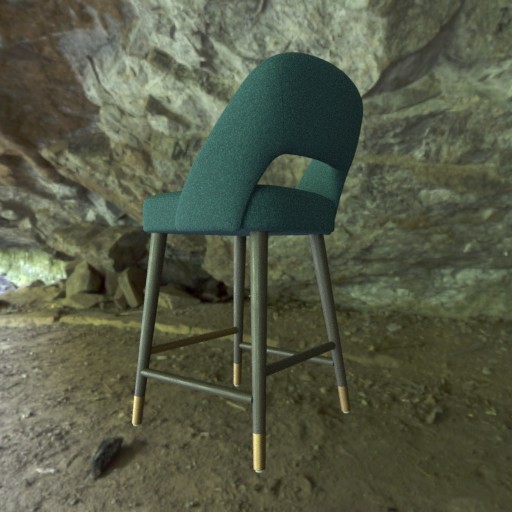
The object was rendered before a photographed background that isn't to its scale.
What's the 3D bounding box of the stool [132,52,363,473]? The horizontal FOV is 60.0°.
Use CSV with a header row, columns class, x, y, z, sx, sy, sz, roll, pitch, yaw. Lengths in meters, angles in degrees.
class,x,y,z,sx,sy,sz,roll,pitch,yaw
stool,0.000,0.000,1.244,0.522,0.939,0.536,1,2,37
